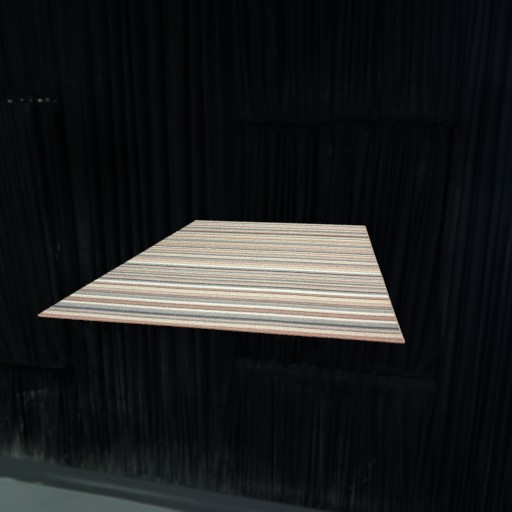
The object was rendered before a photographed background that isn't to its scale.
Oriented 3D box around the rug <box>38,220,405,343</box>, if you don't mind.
[{"bbox_3d":[0.000,0.000,2.296,1.219,0.008,1.829,3,15,9],"label":"rug"}]
